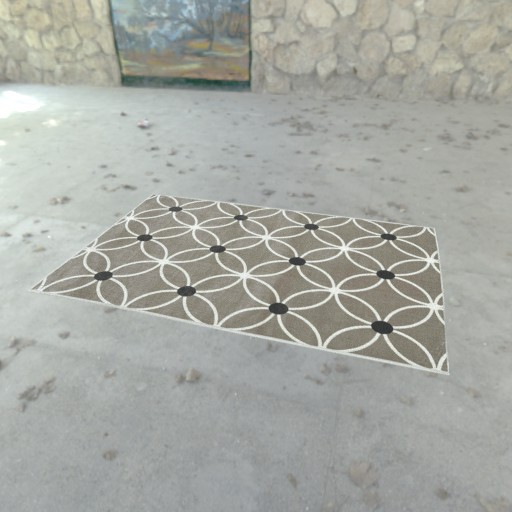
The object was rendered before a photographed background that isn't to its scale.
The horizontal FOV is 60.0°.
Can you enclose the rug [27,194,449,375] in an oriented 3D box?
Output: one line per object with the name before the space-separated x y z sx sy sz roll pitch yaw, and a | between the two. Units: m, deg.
rug | 0.000 0.000 2.882 2.284 0.008 1.522 9 31 14
